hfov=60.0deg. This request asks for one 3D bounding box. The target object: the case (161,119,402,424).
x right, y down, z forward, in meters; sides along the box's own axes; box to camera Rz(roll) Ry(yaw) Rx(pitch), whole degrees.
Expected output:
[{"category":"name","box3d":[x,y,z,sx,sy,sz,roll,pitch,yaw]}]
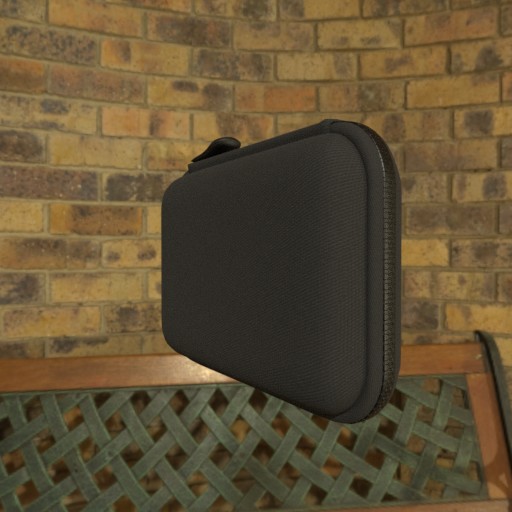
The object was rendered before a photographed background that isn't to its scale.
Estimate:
[{"category":"case","box3d":[0.000,0.000,0.181,0.038,0.105,0.132,-1,1,-36]}]
